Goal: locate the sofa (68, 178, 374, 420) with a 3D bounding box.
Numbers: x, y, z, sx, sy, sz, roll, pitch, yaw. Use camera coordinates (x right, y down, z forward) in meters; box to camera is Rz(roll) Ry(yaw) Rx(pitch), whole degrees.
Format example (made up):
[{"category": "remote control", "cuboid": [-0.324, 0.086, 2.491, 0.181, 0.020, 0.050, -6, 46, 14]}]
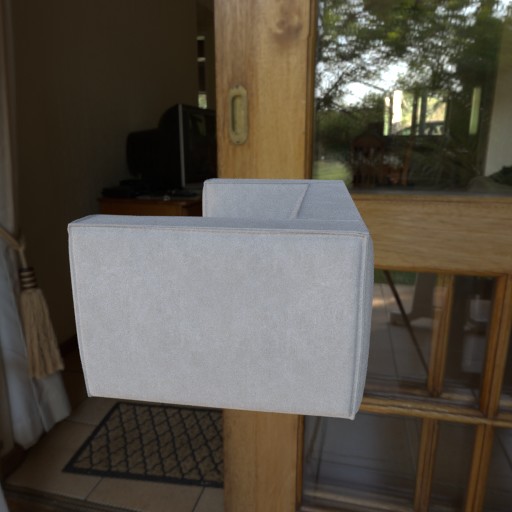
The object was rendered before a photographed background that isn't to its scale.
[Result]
[{"category": "sofa", "cuboid": [0.000, 0.000, 2.391, 1.038, 0.680, 1.995, 2, 14, 8]}]
